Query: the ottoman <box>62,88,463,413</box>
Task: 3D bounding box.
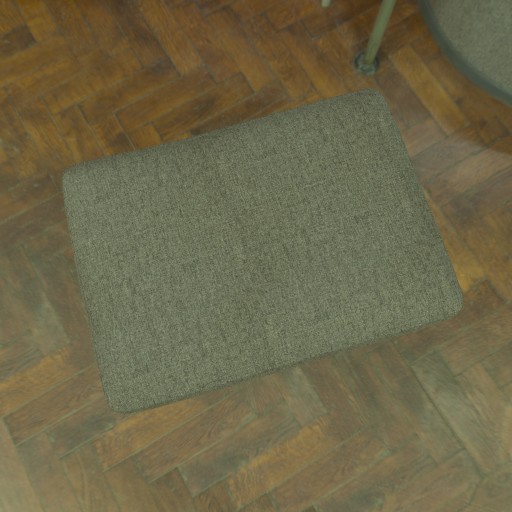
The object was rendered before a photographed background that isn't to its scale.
[{"bbox_3d":[0.000,0.000,1.255,0.885,0.478,0.637,-16,78,-3],"label":"ottoman"}]
